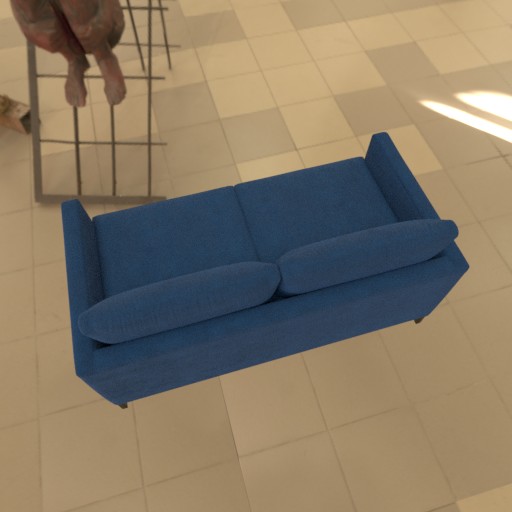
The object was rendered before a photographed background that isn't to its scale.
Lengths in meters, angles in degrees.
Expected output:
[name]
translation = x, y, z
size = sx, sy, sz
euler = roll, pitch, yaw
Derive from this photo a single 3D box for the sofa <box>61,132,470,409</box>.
[sofa]
translation = 0.000, 0.000, 2.148
size = 1.676, 0.817, 0.875
euler = -14, 60, -8
